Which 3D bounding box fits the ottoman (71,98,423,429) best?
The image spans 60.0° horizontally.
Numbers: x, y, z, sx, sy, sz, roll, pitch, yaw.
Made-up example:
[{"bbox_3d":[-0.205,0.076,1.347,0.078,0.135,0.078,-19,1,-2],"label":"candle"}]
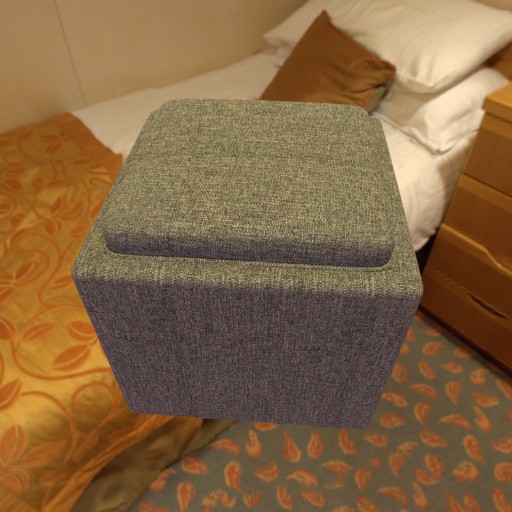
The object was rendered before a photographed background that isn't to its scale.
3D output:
[{"bbox_3d":[0.000,0.000,0.824,0.450,0.460,0.450,3,45,3],"label":"ottoman"}]
